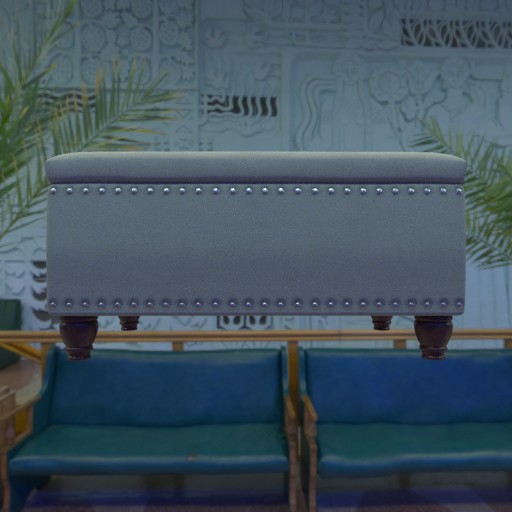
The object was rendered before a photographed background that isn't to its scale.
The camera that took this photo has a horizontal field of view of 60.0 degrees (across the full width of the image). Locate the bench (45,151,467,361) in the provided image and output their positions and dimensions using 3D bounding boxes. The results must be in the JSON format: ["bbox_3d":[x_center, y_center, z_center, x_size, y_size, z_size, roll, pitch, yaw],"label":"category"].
[{"bbox_3d":[0.000,0.000,1.166,0.887,0.449,0.500,0,0,0],"label":"bench"}]
